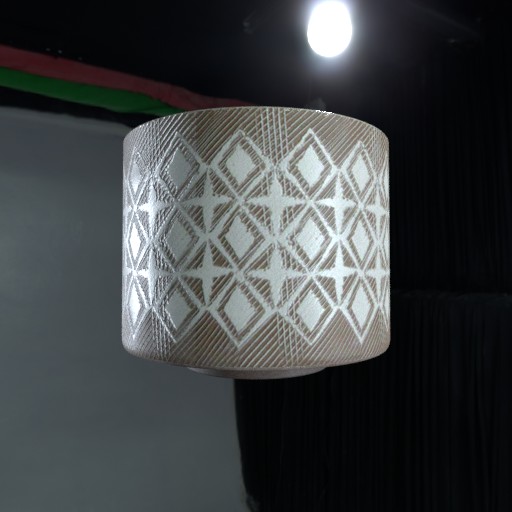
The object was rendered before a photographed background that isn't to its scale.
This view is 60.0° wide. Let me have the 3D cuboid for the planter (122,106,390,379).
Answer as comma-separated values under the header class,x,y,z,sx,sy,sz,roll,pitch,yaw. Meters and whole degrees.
class,x,y,z,sx,sy,sz,roll,pitch,yaw
planter,0.000,0.000,0.219,0.126,0.104,0.126,0,-1,0
